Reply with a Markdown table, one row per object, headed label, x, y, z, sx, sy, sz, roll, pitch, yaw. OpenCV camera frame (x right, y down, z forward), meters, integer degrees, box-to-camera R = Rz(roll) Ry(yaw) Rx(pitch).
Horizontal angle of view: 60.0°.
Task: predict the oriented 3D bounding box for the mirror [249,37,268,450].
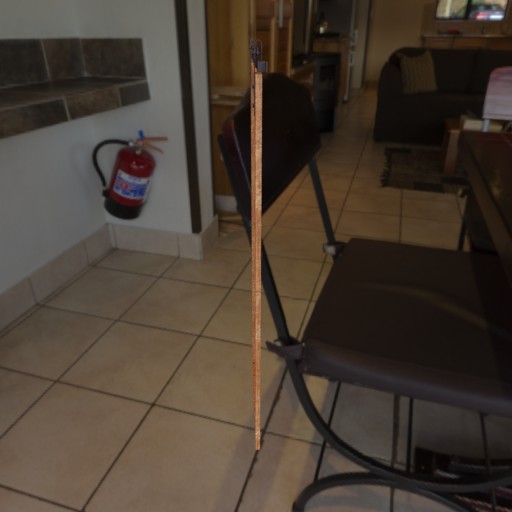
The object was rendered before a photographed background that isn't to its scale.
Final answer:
| label | x | y | z | sx | sy | sz | roll | pitch | yaw |
| --- | --- | --- | --- | --- | --- | --- | --- | --- | --- |
| mirror | 0.000 | 0.000 | 2.033 | 0.042 | 1.793 | 0.847 | -1 | 27 | -2 |
